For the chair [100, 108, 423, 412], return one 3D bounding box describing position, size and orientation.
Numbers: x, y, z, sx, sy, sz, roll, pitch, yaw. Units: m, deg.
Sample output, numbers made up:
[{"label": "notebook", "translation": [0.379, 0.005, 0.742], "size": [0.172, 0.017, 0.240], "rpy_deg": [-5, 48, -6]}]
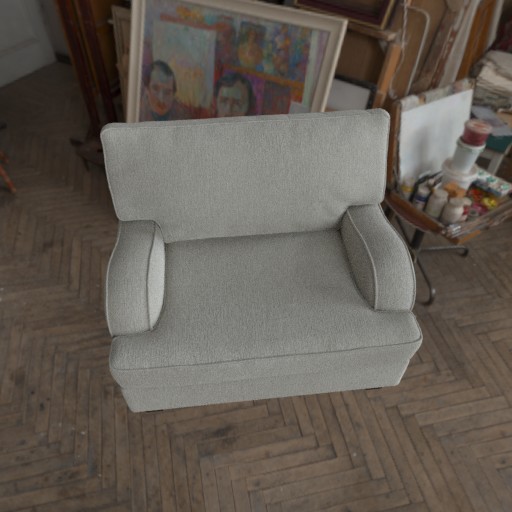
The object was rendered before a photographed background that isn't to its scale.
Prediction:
[{"label": "chair", "translation": [0.000, 0.000, 1.969], "size": [1.220, 1.016, 1.041], "rpy_deg": [-5, 47, -4]}]
